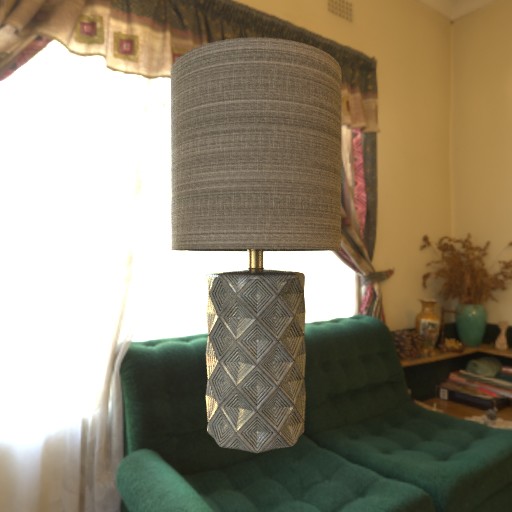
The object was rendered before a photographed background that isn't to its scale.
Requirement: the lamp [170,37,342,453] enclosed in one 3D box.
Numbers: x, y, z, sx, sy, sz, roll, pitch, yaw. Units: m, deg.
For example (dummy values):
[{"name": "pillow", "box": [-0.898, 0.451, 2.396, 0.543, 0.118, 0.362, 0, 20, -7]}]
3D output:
[{"name": "lamp", "box": [0.000, 0.000, 0.708, 0.268, 0.566, 0.269, 0, 0, 38]}]
